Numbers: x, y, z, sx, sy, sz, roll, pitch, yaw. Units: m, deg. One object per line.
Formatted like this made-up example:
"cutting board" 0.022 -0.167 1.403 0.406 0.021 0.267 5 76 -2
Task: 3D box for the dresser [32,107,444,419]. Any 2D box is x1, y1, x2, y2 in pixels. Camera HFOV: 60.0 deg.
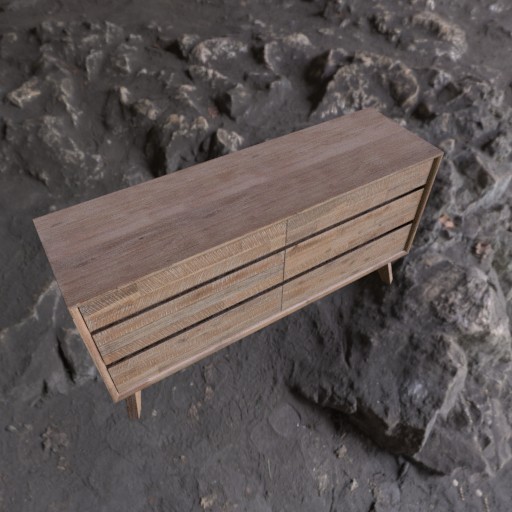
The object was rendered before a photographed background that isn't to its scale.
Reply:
"dresser" 0.000 0.000 1.983 1.554 0.805 0.455 -24 50 -21
